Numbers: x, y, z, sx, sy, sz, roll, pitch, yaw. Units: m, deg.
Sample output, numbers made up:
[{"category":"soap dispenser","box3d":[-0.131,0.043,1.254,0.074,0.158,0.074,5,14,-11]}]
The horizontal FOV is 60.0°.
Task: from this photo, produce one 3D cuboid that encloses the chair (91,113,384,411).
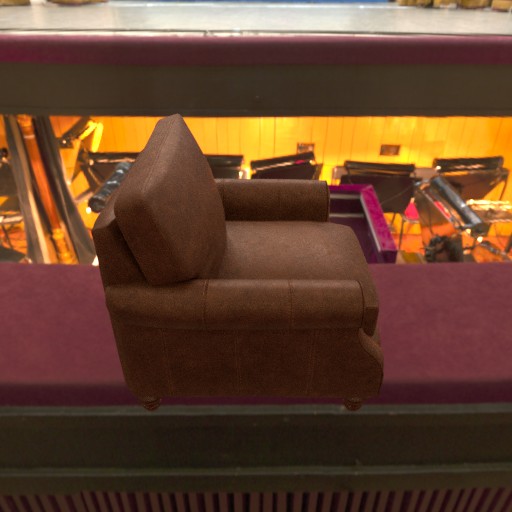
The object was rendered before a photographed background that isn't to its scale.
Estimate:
[{"category":"chair","box3d":[0.000,0.000,1.817,1.002,0.976,0.996,0,32,0]}]
